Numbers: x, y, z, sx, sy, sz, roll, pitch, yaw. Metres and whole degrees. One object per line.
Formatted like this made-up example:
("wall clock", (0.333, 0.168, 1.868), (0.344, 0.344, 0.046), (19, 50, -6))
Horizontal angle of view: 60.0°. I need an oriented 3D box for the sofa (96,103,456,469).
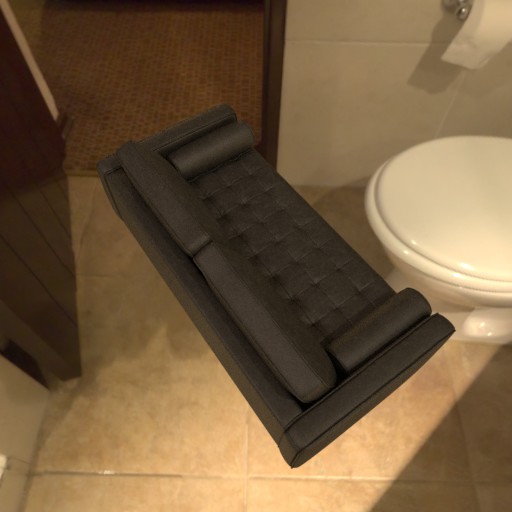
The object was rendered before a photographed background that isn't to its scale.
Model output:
("sofa", (0.000, 0.000, 2.370), (0.921, 0.770, 1.879), (-31, 63, -18))
